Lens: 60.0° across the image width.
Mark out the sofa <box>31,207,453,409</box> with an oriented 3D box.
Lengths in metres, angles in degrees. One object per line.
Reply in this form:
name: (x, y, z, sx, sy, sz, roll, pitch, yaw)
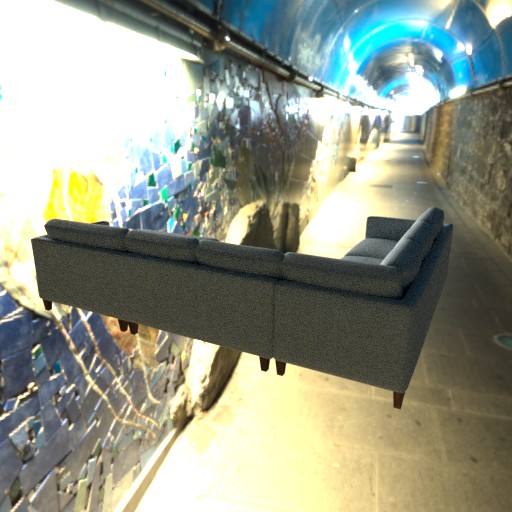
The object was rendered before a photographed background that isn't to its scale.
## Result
sofa: (0.000, 0.000, 4.423, 3.403, 0.889, 2.551, 9, 19, 27)
